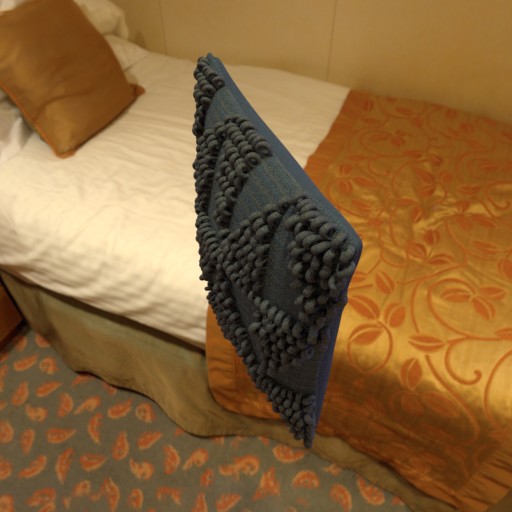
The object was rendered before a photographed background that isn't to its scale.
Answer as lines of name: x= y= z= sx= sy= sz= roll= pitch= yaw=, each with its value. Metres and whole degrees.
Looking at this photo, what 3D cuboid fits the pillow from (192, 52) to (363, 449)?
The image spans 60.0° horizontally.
pillow: x=0.000 y=0.000 z=0.700 sx=0.172 sy=0.466 sz=0.469 roll=-16 pitch=48 yaw=-15
